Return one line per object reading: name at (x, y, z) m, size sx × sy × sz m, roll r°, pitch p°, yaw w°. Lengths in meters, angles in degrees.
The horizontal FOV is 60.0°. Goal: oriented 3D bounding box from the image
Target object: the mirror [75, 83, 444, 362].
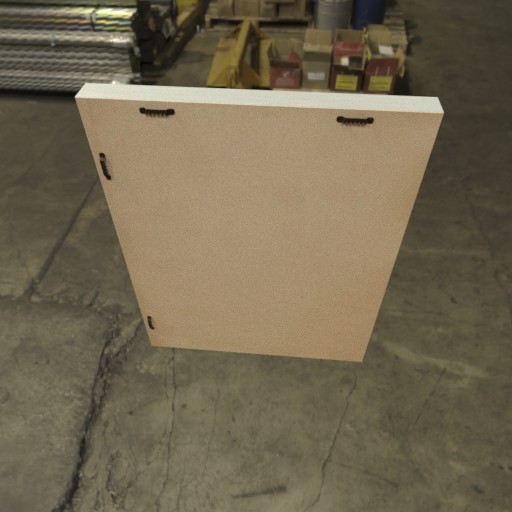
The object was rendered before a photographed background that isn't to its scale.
mirror at (0.000, 0.000, 0.677) m, size 0.405 × 0.508 × 0.041 m, roll 4°, pitch 46°, yaw 3°
